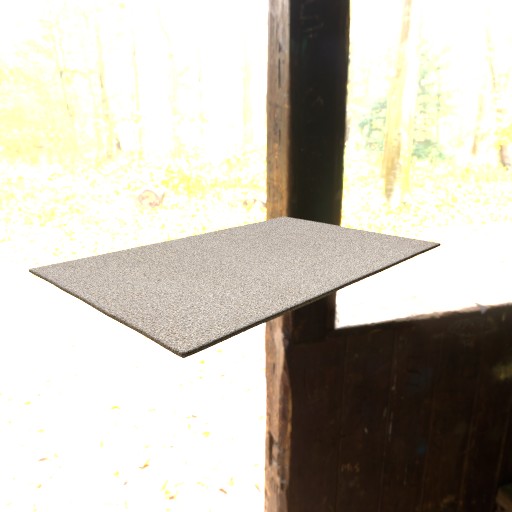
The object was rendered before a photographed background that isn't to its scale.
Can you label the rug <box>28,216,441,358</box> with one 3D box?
[{"bbox_3d":[0.000,0.000,3.438,1.778,0.030,2.743,15,21,42],"label":"rug"}]
